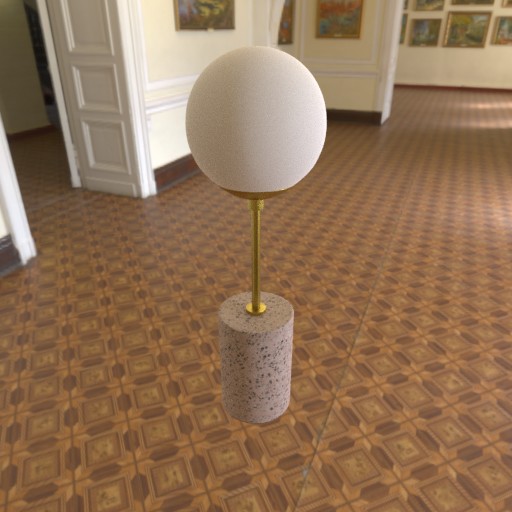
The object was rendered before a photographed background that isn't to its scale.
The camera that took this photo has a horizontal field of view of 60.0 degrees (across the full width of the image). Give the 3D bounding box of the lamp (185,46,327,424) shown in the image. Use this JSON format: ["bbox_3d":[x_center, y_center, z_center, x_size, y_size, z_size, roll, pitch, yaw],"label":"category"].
[{"bbox_3d":[0.000,0.000,0.560,0.153,0.480,0.153,0,27,0],"label":"lamp"}]
